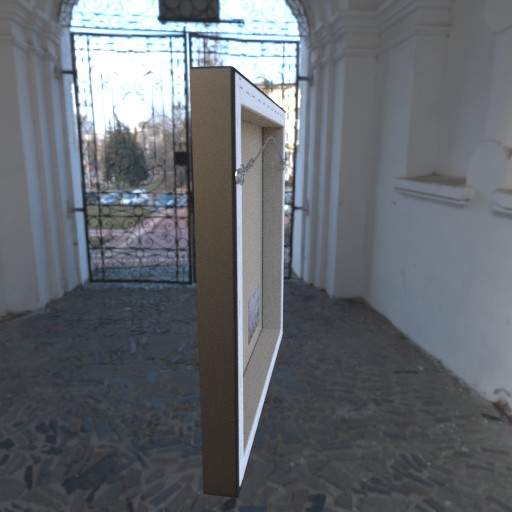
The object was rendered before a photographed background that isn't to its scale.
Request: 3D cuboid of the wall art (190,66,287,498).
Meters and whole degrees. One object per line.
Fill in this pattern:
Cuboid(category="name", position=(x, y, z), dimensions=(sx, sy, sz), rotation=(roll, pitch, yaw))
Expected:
Cuboid(category="wall art", position=(0.000, 0.000, 0.594), dimensions=(0.041, 0.407, 0.406), rotation=(2, 13, 9))
